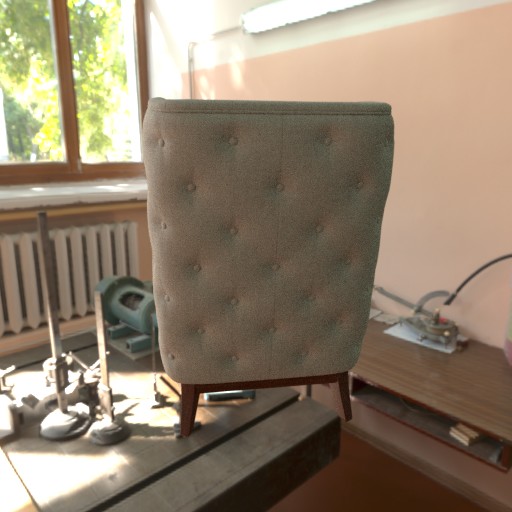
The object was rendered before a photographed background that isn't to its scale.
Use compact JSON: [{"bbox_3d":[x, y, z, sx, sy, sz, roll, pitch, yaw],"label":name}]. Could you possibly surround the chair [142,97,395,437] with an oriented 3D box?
[{"bbox_3d":[0.000,0.000,1.661,0.778,1.079,0.899,-2,13,-9],"label":"chair"}]
